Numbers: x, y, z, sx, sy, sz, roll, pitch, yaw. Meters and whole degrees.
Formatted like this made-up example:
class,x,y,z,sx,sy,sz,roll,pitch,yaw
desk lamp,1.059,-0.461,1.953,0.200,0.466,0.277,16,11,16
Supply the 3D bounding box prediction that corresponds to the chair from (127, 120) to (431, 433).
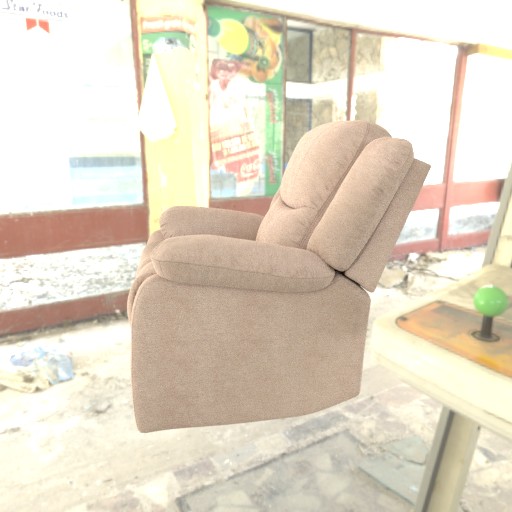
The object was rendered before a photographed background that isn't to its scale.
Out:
class,x,y,z,sx,sy,sz,roll,pitch,yaw
chair,0.000,0.000,1.716,0.944,1.008,0.899,-2,14,-10
